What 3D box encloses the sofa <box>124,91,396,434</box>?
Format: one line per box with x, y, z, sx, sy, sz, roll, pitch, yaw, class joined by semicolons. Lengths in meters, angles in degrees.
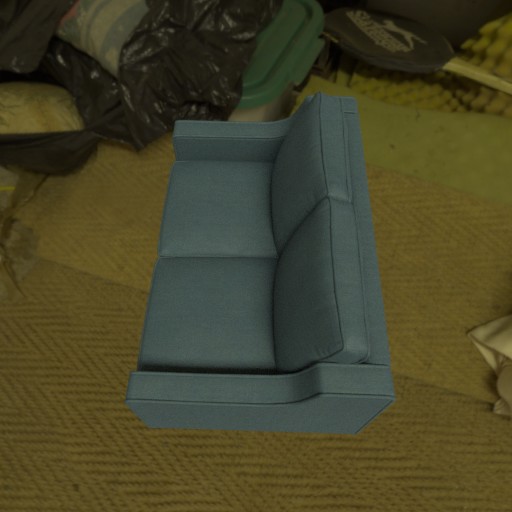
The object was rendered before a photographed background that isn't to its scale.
0.000;0.000;2.151;0.987;0.971;1.501;1;59;1;sofa
